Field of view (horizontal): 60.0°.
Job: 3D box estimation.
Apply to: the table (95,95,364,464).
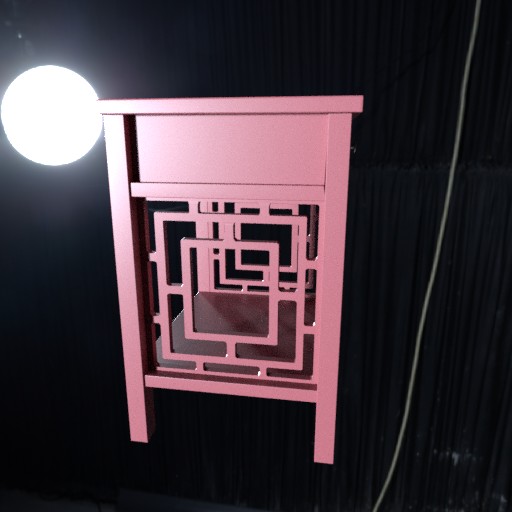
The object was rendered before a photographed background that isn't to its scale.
[{"bbox_3d":[0.000,0.000,1.085,0.451,0.686,0.599,2,15,9],"label":"table"}]
